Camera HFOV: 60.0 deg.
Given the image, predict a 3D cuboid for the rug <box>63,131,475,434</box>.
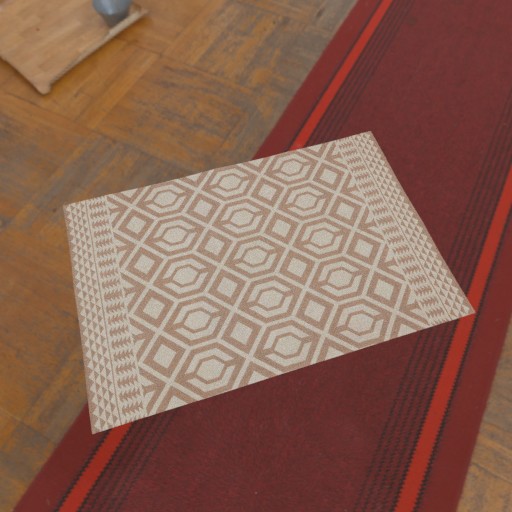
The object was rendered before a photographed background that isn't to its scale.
[{"bbox_3d":[0.000,0.000,2.276,1.829,0.008,1.219,-15,63,-8],"label":"rug"}]
